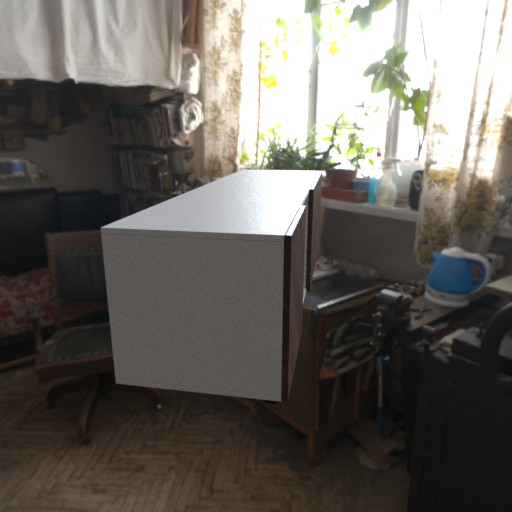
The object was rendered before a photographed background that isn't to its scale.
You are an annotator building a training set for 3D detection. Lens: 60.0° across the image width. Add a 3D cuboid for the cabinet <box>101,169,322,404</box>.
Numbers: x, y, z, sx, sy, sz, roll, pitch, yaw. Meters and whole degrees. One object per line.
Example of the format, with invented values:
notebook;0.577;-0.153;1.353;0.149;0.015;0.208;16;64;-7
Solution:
cabinet;0.000;0.000;1.738;0.431;0.533;1.499;3;16;10
